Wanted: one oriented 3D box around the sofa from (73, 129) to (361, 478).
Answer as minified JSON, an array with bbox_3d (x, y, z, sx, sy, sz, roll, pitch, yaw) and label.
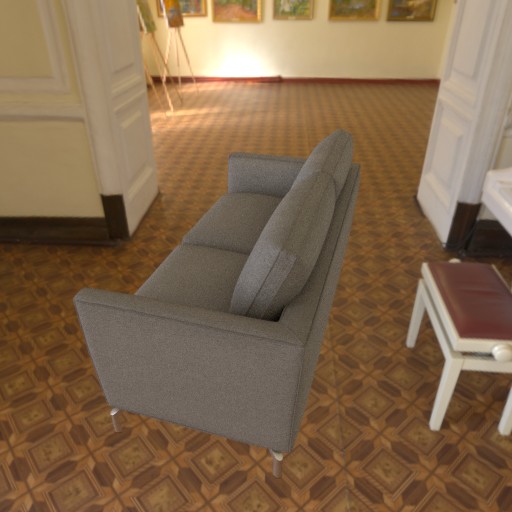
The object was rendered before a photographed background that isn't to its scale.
[{"bbox_3d":[0.000,0.000,2.115,0.803,0.924,1.594,9,32,14],"label":"sofa"}]
